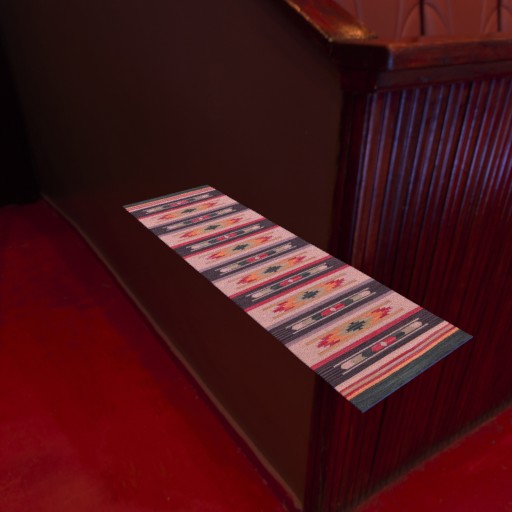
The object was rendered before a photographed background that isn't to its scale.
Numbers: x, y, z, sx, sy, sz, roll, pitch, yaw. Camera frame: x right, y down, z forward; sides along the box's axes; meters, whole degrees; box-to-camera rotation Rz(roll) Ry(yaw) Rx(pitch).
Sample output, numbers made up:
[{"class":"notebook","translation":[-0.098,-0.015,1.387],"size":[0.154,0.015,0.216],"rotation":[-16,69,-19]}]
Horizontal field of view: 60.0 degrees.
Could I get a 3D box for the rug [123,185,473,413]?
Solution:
[{"class":"rug","translation":[0.000,0.000,2.752],"size":[0.760,0.009,2.440],"rotation":[-20,36,-31]}]
